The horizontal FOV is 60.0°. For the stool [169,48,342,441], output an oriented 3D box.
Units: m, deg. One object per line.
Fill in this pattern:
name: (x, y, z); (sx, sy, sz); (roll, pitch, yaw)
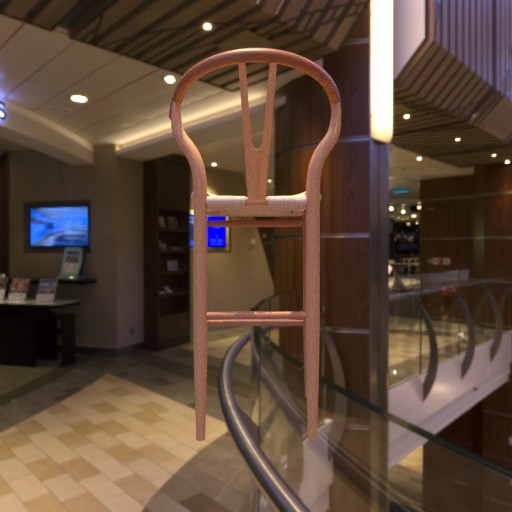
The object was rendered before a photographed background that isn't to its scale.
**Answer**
stool: (0.000, 0.000, 1.405); (0.574, 1.068, 0.561); (0, 1, -1)
